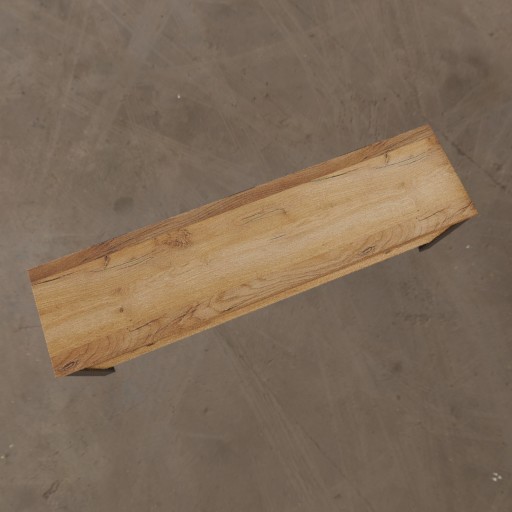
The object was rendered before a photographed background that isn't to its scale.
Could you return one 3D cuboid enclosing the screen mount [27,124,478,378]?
[{"bbox_3d":[0.000,0.000,1.748,1.524,0.450,0.395,-21,76,-5],"label":"screen mount"}]
